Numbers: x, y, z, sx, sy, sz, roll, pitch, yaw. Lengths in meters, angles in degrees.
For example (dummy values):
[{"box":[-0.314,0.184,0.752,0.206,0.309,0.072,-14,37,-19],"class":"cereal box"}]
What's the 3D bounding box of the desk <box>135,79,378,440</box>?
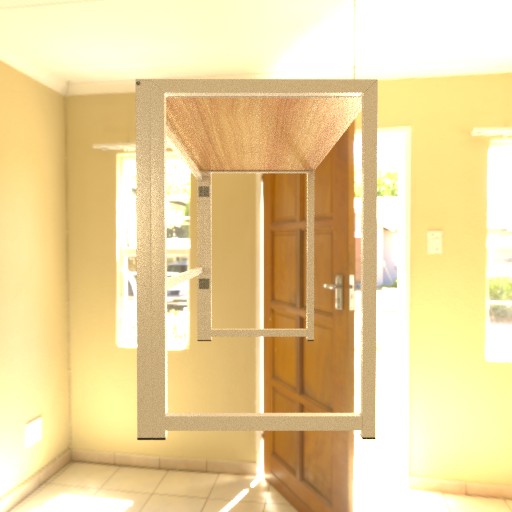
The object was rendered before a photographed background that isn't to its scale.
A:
[{"box":[0.000,0.000,1.440,0.508,0.762,1.016,0,1,0],"class":"desk"}]
